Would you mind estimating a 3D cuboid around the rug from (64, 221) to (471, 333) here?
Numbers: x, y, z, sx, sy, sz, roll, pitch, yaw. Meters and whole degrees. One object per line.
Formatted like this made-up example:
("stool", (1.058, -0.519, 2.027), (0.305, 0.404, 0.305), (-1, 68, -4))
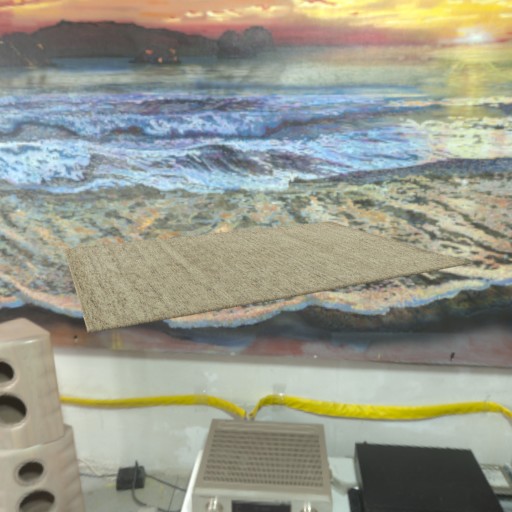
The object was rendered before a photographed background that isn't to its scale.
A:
("rug", (0.000, 0.000, 2.369), (1.822, 0.018, 1.211), (-7, 17, -25))
